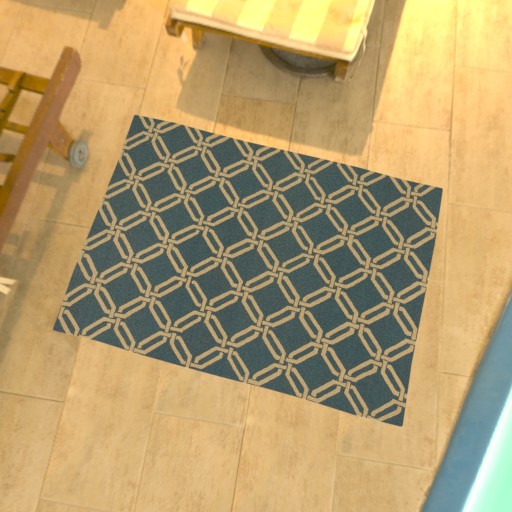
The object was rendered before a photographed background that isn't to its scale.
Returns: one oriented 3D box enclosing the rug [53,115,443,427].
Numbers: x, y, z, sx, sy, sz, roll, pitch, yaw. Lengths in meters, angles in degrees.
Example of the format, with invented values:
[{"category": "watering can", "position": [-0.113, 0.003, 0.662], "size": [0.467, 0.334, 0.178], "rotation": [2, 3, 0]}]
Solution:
[{"category": "rug", "position": [0.000, 0.000, 2.767], "size": [2.135, 0.013, 1.524], "rotation": [14, 76, 4]}]
